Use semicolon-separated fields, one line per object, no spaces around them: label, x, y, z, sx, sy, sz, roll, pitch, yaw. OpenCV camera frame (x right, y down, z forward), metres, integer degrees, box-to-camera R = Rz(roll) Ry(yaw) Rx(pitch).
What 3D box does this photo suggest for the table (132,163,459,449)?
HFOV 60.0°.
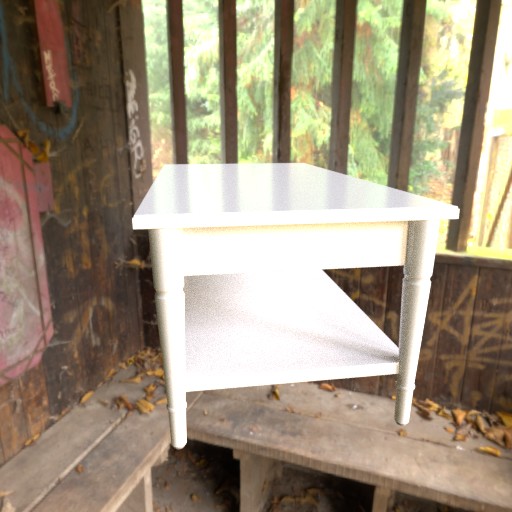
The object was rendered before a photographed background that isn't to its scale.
table;0.000;0.000;1.305;0.559;0.457;1.067;-2;16;-8
